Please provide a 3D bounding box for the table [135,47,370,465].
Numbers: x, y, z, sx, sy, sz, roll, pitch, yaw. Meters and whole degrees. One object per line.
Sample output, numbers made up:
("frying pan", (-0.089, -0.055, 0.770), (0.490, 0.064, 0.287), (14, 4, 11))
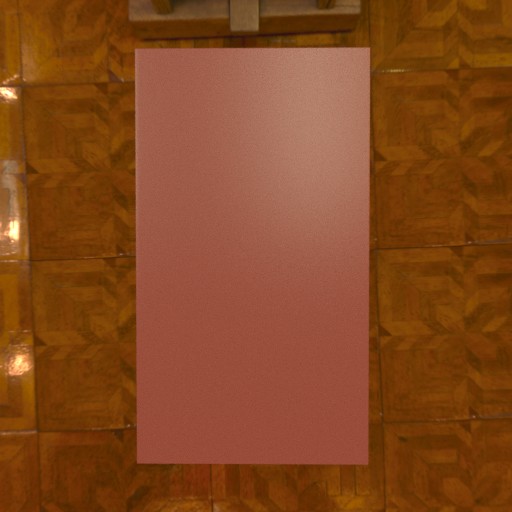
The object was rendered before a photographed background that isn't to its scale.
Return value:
("table", (0.000, 0.000, 1.383), (0.612, 0.493, 1.068), (0, 91, 1))
